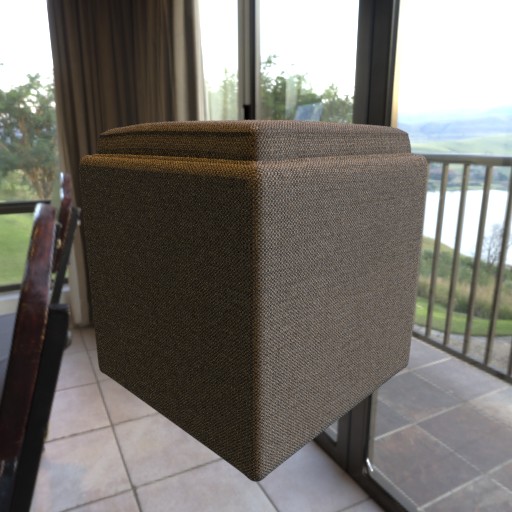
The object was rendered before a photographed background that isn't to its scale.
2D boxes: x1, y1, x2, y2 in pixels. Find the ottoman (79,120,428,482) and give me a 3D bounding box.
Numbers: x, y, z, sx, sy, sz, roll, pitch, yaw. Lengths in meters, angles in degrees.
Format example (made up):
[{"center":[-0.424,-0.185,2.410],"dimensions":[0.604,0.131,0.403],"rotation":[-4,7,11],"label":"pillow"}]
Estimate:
[{"center":[0.000,0.000,0.827],"dimensions":[0.436,0.487,0.454],"rotation":[14,20,42],"label":"ottoman"}]
